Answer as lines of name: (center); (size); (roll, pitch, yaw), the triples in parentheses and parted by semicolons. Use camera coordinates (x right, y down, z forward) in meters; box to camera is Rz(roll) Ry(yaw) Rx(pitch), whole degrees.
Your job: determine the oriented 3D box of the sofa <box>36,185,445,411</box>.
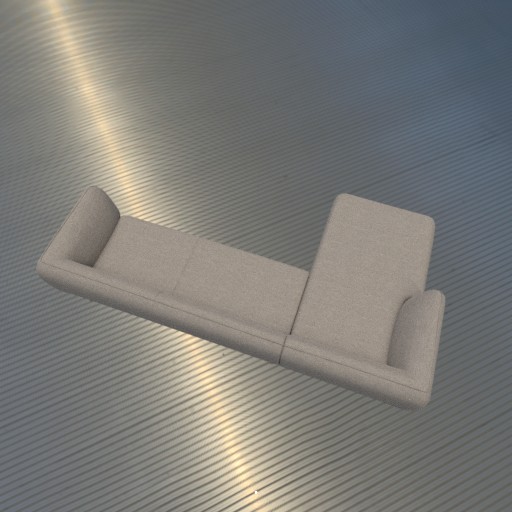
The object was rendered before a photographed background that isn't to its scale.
sofa: (0.000, 0.000, 3.360); (2.653, 0.693, 1.532); (17, 63, 9)
